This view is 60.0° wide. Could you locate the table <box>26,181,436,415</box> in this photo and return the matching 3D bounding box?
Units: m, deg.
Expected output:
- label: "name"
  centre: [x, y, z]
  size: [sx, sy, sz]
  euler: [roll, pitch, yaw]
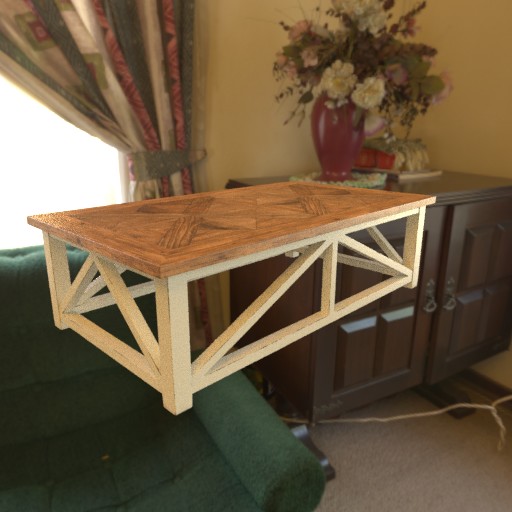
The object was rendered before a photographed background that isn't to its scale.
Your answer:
- label: "table"
  centre: [0.000, 0.000, 1.761]
  size: [0.800, 0.410, 1.400]
  euler: [16, 22, 42]
